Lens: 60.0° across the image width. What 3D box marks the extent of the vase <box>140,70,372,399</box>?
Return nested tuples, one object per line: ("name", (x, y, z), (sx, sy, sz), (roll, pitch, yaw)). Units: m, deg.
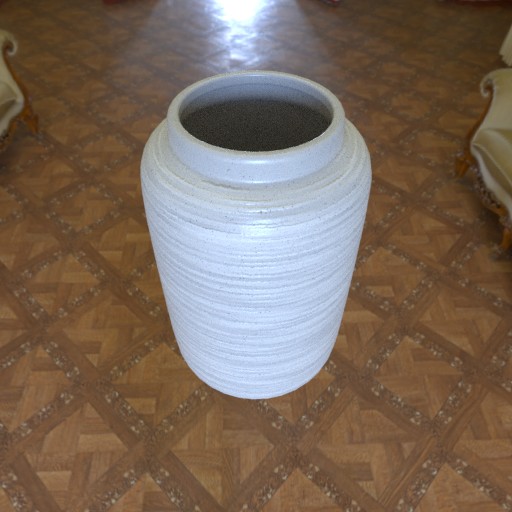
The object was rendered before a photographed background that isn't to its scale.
("vase", (0.000, 0.000, 0.466), (0.202, 0.335, 0.202), (0, 46, 0))
